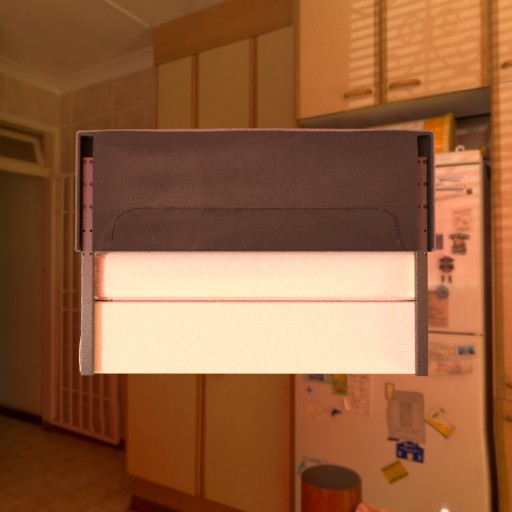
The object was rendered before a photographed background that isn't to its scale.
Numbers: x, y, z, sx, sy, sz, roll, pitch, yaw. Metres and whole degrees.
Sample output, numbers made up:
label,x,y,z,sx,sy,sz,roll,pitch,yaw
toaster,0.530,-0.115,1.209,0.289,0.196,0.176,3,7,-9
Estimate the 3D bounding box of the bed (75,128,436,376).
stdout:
label,x,y,z,sx,sy,sz,roll,pitch,yaw
bed,0.000,0.000,2.867,1.610,1.089,1.894,0,-1,0
